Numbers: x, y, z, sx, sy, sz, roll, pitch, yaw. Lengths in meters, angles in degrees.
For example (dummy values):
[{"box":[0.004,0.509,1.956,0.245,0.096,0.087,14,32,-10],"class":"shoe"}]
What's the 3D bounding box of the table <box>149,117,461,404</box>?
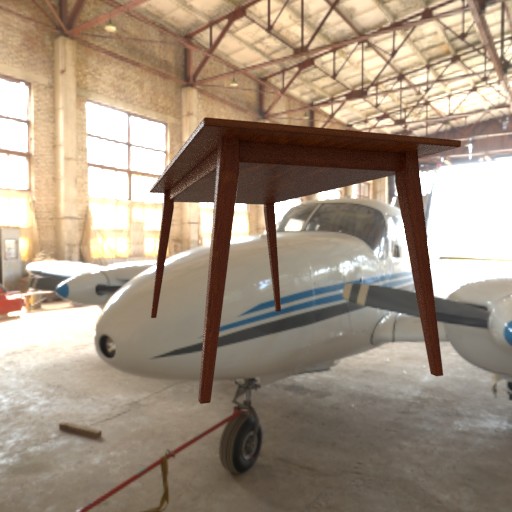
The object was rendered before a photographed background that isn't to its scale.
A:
[{"box":[0.000,0.000,2.021,0.811,0.755,1.609,-1,2,-18],"class":"table"}]
